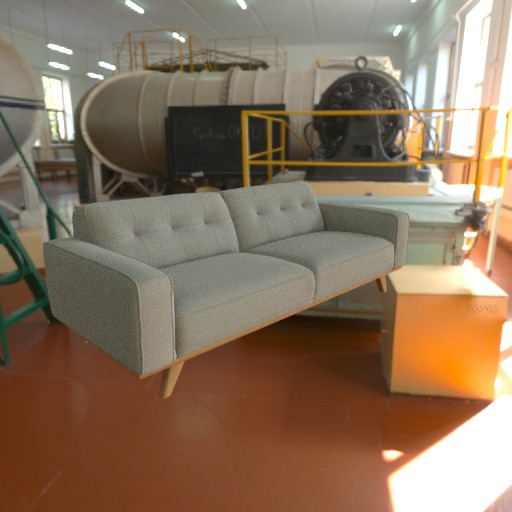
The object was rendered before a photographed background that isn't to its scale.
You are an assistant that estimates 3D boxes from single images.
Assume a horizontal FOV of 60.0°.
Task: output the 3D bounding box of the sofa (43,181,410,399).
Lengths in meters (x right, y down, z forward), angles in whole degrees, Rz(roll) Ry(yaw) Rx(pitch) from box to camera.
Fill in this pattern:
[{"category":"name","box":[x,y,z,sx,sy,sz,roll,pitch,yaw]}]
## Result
[{"category":"sofa","box":[0.000,0.000,2.789,0.956,0.781,2.270,14,21,43]}]
